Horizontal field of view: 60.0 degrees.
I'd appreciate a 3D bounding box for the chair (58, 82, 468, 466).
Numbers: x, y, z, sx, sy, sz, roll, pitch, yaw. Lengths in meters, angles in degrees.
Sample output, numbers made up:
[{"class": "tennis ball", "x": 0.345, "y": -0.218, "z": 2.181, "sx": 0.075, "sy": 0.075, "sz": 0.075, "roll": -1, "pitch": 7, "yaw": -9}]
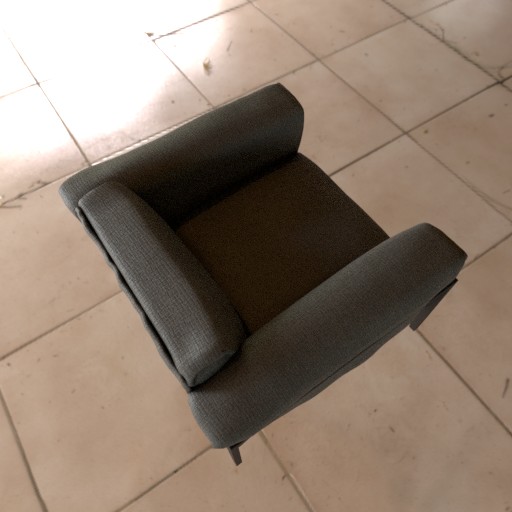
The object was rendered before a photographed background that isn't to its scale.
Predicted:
[{"class": "chair", "x": 0.000, "y": 0.000, "z": 1.643, "sx": 0.969, "sy": 0.646, "sz": 1.056, "roll": -31, "pitch": 64, "yaw": -17}]
